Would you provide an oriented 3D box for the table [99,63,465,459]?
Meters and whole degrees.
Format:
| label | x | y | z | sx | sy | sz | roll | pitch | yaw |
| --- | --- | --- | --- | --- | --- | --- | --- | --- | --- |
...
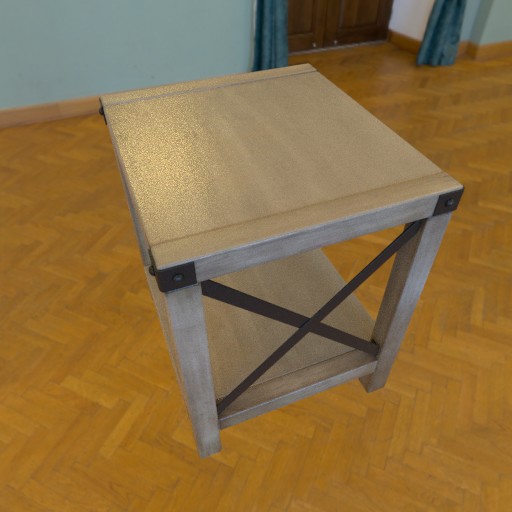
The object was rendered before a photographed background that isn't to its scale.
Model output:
| label | x | y | z | sx | sy | sz | roll | pitch | yaw |
| --- | --- | --- | --- | --- | --- | --- | --- | --- | --- |
| table | 0.000 | 0.000 | 0.928 | 0.459 | 0.561 | 0.510 | -15 | 46 | -15 |
